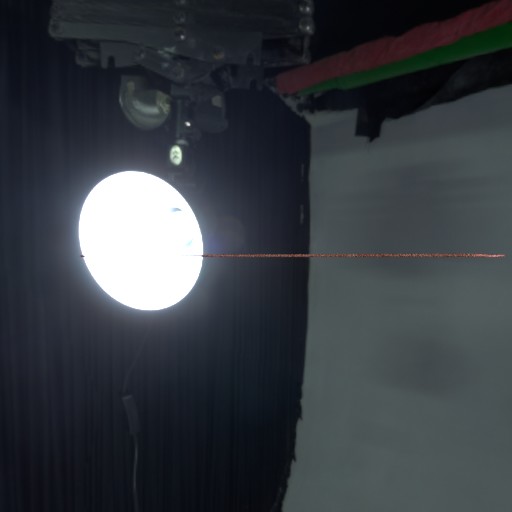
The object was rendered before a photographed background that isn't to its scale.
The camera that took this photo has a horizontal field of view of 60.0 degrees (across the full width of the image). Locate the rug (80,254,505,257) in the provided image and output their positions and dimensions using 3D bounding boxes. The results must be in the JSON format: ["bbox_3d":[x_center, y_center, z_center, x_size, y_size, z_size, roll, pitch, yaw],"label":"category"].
[{"bbox_3d":[0.000,0.000,2.419,2.307,0.012,0.687,0,0,36],"label":"rug"}]
